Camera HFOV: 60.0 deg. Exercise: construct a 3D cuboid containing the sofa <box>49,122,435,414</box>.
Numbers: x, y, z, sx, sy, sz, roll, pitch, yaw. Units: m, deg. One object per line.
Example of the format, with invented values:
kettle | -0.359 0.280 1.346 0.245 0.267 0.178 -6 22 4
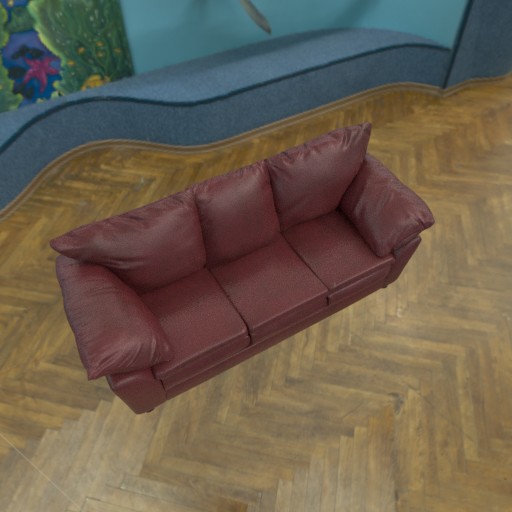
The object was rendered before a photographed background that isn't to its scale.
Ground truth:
sofa | 0.000 0.000 2.920 2.390 1.091 0.907 -24 51 -21
